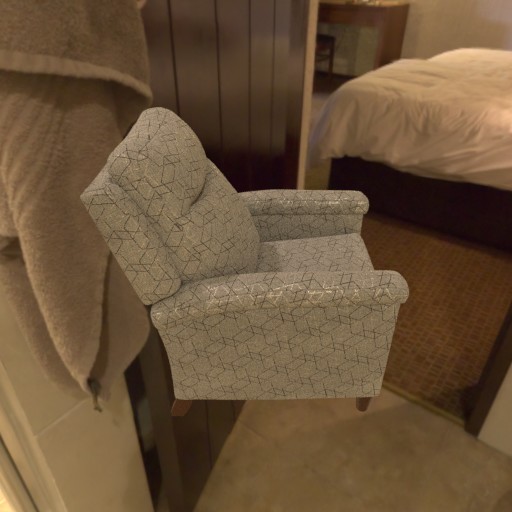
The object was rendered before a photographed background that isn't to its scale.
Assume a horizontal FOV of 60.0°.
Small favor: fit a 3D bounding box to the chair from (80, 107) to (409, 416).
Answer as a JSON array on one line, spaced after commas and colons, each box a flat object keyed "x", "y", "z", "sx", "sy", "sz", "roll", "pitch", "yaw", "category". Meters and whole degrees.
[{"x": 0.000, "y": 0.000, "z": 1.744, "sx": 0.987, "sy": 1.048, "sz": 0.753, "roll": 0, "pitch": 34, "yaw": 0, "category": "chair"}]
